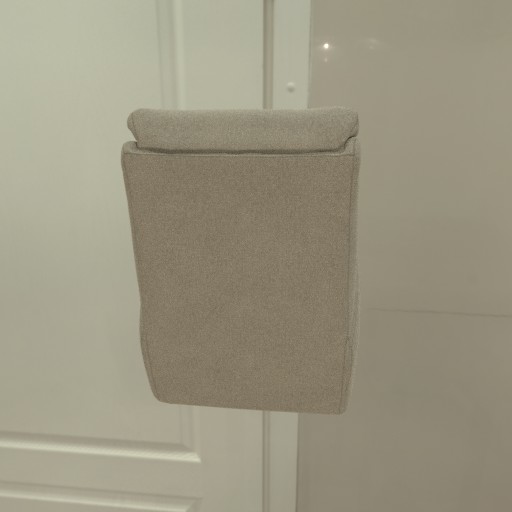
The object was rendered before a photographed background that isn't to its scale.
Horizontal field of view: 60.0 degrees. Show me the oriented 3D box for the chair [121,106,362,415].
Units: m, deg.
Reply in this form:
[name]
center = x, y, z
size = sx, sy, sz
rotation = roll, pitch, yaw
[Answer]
[chair]
center = 0.000, 0.000, 1.652
size = 0.794, 1.021, 0.940
rotation = 2, 16, 6
